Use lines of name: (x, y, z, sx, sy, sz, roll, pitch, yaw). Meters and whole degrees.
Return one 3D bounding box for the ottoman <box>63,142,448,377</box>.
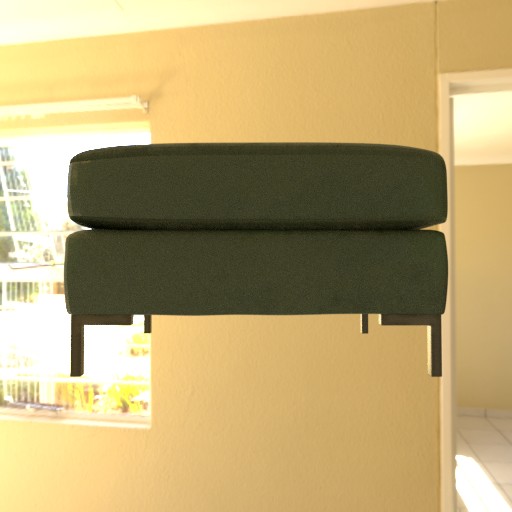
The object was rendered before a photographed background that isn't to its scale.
ottoman: (0.000, 0.000, 1.286, 0.839, 0.538, 0.701, 0, -2, 0)
